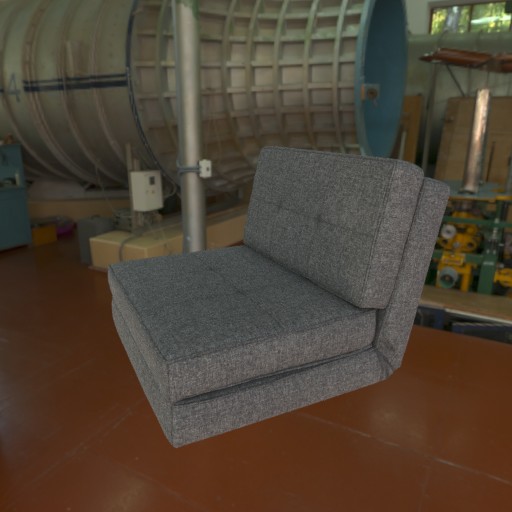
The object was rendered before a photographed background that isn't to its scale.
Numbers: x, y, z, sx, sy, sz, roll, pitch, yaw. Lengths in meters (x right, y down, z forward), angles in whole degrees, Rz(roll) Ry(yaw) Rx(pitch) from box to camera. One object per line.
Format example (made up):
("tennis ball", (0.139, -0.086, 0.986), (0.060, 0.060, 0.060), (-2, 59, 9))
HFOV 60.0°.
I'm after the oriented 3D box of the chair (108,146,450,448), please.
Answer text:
("chair", (0.000, 0.000, 1.360), (0.800, 0.615, 0.740), (-8, 19, -25))
